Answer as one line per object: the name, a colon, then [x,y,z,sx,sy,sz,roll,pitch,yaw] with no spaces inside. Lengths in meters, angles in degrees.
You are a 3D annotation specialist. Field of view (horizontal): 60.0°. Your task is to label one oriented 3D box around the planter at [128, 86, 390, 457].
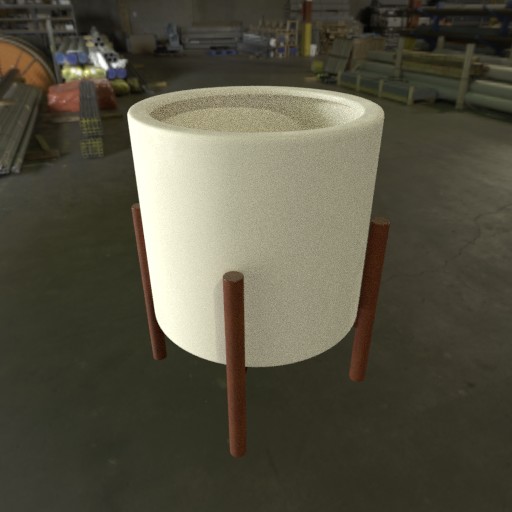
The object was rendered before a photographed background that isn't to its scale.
planter: [0.000,0.000,0.886,0.420,0.581,0.421,-18,34,-29]
